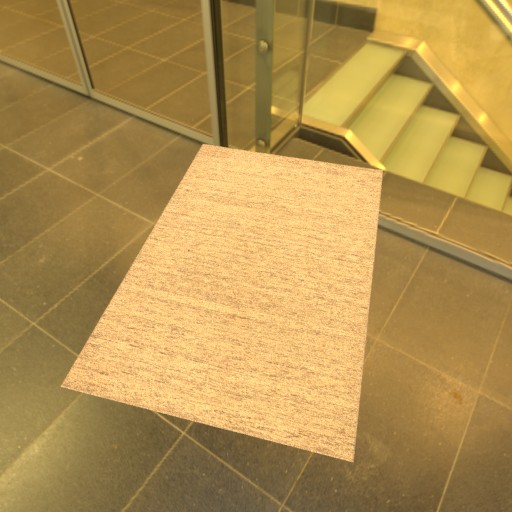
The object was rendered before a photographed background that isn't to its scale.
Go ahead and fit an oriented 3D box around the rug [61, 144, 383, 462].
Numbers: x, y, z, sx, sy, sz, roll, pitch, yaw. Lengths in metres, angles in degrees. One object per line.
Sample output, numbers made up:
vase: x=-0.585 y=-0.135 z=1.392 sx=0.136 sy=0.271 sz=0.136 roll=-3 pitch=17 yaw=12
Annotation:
rug: x=0.000 y=0.000 z=2.360 sx=1.225 sy=0.013 sz=1.840 roll=11 pitch=49 yaw=10
